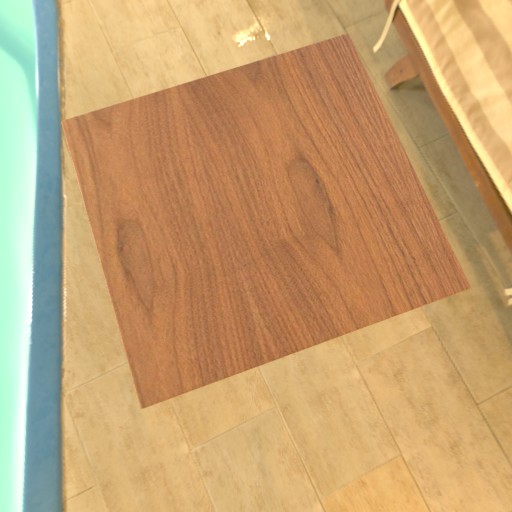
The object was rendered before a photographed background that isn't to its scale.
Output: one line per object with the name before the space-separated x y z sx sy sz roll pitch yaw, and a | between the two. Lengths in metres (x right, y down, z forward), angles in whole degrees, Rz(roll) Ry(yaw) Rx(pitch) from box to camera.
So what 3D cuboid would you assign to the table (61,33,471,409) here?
table | 0.000 0.000 0.832 0.411 0.567 0.384 -19 76 -5
